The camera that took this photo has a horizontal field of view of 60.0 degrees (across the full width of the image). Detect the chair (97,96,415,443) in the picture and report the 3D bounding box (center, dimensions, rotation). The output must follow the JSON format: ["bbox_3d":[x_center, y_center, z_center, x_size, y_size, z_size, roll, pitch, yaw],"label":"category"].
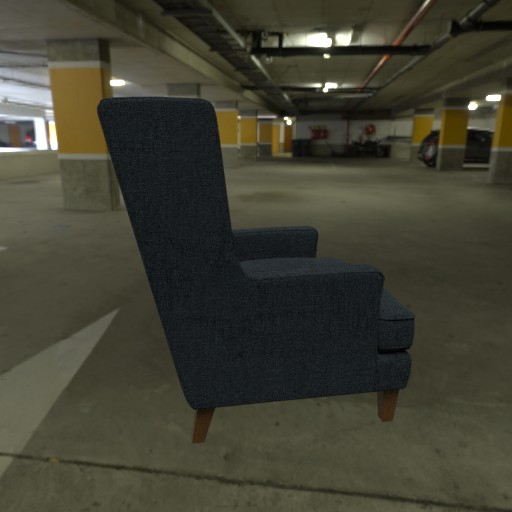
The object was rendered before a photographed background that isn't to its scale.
[{"bbox_3d":[0.000,0.000,1.682,0.947,1.072,0.764,-3,15,-10],"label":"chair"}]
